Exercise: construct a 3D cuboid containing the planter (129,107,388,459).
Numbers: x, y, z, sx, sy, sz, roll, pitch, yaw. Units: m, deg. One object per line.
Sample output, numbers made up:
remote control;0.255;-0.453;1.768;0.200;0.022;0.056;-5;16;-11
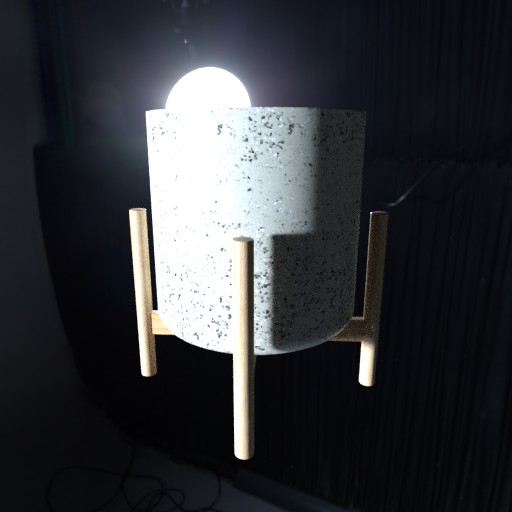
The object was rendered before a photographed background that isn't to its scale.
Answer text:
planter;0.000;0.000;0.681;0.360;0.419;0.360;8;17;26
